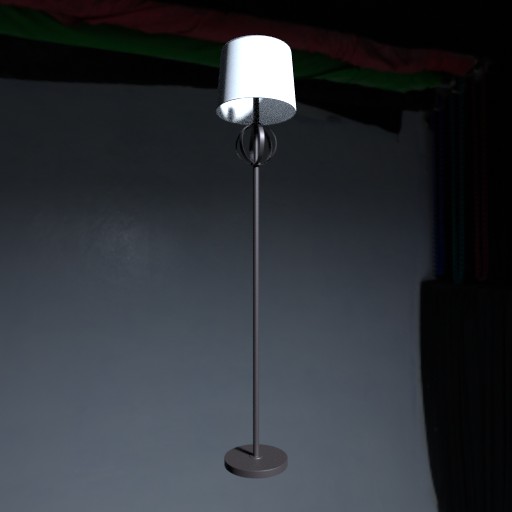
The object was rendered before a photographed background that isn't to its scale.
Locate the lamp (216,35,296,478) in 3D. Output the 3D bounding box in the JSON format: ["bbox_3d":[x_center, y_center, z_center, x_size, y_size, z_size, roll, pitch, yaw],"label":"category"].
[{"bbox_3d":[0.000,0.000,1.582,0.286,1.462,0.286,0,-2,-17],"label":"lamp"}]
